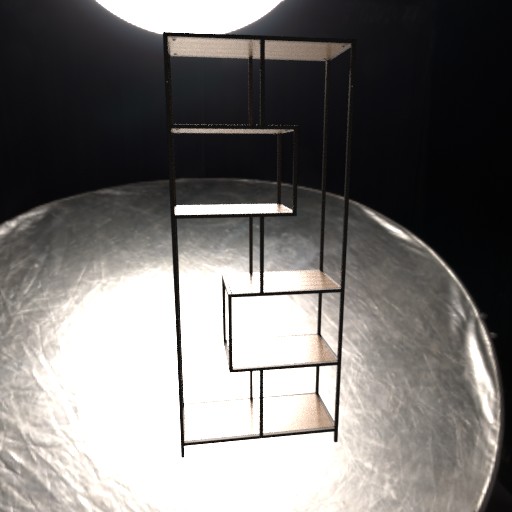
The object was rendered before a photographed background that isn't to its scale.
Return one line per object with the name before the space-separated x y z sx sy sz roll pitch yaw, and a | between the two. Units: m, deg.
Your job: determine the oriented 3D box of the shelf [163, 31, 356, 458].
shelf | 0.000 0.000 2.110 0.770 1.850 0.350 -2 13 -9
